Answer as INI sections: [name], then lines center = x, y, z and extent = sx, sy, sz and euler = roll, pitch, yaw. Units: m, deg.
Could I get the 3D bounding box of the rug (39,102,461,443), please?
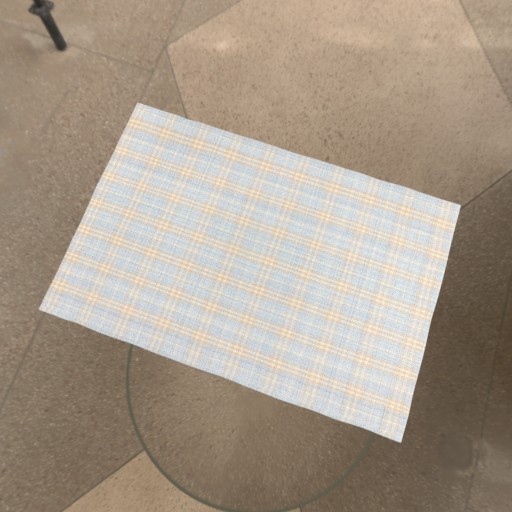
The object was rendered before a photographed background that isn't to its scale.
[rug]
center = 0.000, 0.000, 2.237
extent = 1.835, 0.012, 1.231
euler = 19, 76, 5
